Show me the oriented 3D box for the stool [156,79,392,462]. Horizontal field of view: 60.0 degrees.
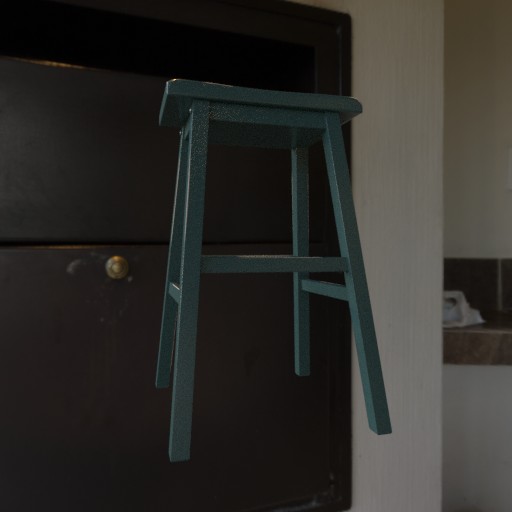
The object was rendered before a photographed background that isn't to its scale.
[{"bbox_3d":[0.000,0.000,1.086,0.457,0.737,0.476,0,1,-16],"label":"stool"}]
